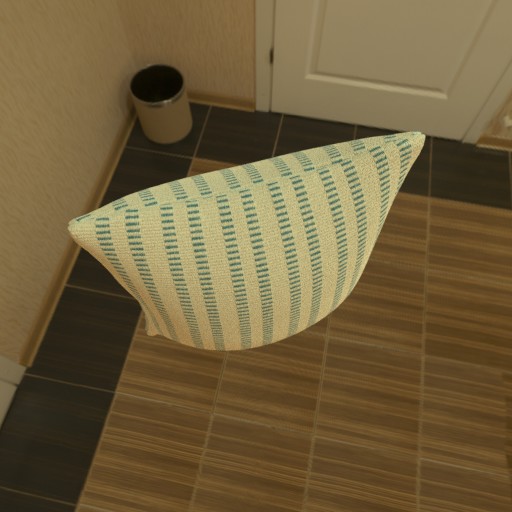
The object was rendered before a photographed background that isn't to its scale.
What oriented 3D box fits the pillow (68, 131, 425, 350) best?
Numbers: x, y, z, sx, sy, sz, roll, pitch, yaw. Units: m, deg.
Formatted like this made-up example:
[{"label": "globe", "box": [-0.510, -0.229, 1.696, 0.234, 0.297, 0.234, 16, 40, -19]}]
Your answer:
[{"label": "pillow", "box": [0.000, 0.000, 0.695, 0.438, 0.419, 0.247, -16, 65, -8]}]
